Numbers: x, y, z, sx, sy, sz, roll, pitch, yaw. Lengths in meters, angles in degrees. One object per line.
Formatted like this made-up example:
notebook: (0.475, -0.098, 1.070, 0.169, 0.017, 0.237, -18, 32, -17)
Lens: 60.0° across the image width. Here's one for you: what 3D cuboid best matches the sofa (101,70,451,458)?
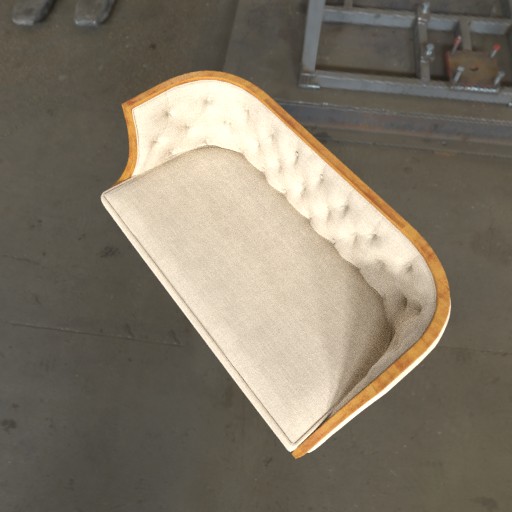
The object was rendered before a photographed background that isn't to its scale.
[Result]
sofa: (0.000, 0.000, 1.911, 0.770, 0.775, 1.474, -35, 68, -16)
